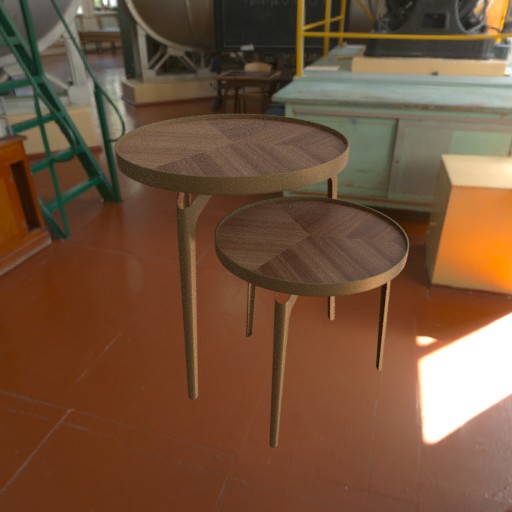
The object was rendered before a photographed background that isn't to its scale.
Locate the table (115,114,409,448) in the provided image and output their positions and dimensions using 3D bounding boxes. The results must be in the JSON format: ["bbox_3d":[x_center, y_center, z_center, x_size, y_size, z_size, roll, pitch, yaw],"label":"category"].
[{"bbox_3d":[0.000,0.000,1.110,0.532,0.555,0.751,-22,36,-33],"label":"table"}]
